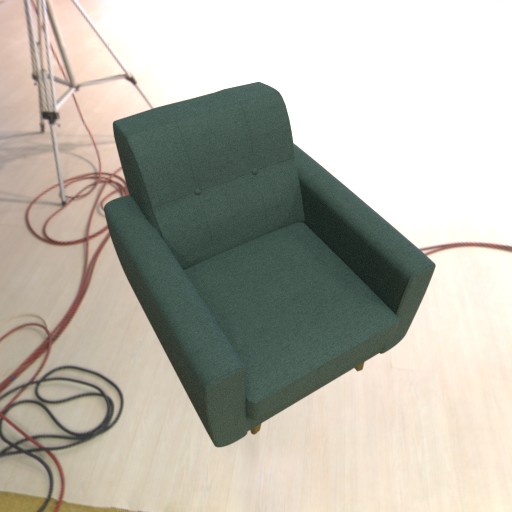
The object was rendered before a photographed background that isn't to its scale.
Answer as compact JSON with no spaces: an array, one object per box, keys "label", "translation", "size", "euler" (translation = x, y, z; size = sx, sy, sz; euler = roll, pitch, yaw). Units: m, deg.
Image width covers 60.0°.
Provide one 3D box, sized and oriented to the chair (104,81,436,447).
[{"label":"chair","translation":[0.000,0.000,1.586],"size":[0.831,0.841,0.909],"euler":[-24,51,-21]}]
